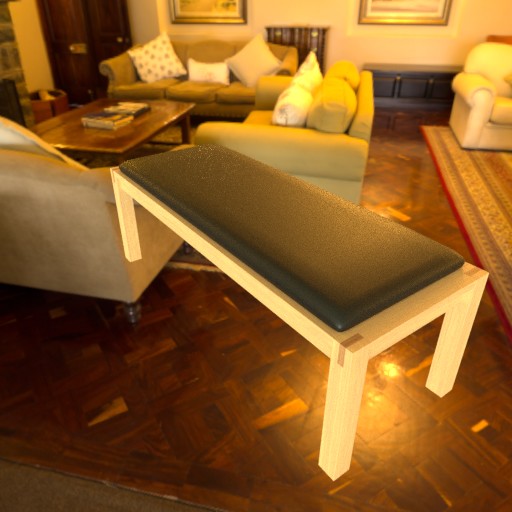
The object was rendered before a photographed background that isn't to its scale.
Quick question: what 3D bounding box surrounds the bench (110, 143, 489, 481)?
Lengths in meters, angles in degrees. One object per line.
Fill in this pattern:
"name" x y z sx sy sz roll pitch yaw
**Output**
"bench" 0.000 0.000 1.406 0.450 0.430 1.202 -20 36 -30
